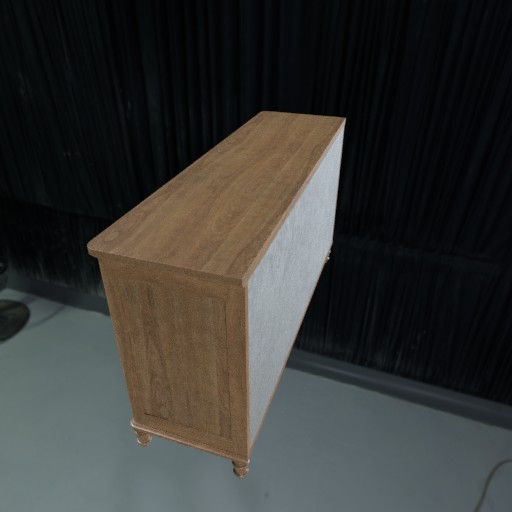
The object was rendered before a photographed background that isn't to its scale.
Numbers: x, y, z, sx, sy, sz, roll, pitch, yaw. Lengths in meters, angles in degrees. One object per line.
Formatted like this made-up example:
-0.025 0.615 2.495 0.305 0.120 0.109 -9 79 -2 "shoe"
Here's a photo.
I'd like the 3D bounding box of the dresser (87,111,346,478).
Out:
0.000 0.000 2.018 0.468 0.892 1.583 10 33 16 "dresser"
